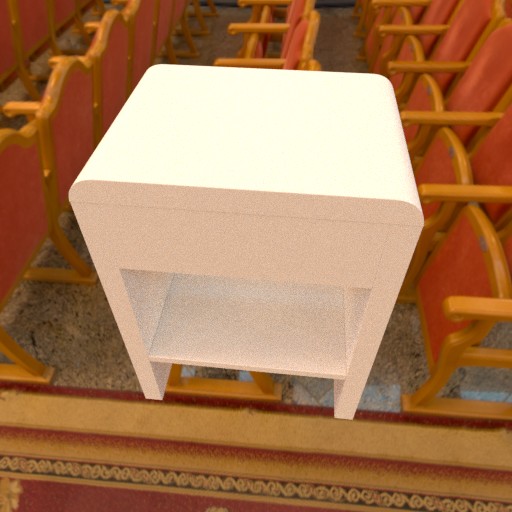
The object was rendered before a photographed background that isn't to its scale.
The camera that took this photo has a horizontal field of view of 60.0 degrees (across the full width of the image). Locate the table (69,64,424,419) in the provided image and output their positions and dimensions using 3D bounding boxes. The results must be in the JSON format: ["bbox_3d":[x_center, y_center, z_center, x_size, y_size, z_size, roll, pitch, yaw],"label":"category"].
[{"bbox_3d":[0.000,0.000,0.864,0.450,0.590,0.350,4,46,4],"label":"table"}]
